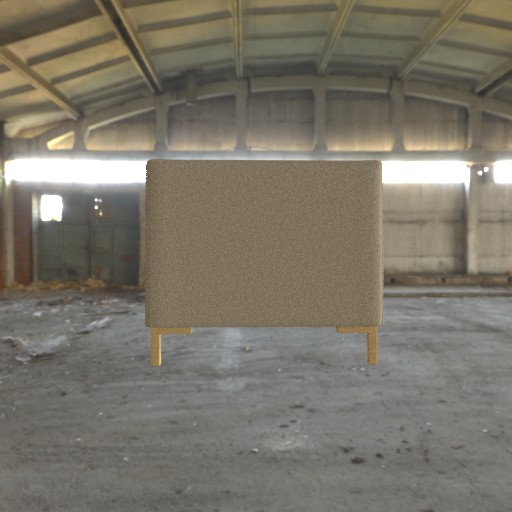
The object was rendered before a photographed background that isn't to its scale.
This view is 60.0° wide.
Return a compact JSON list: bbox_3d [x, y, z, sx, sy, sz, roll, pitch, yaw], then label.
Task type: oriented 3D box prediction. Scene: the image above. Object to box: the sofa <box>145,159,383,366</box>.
[{"bbox_3d":[0.000,0.000,2.318,0.746,0.641,1.985,0,1,-2],"label":"sofa"}]
